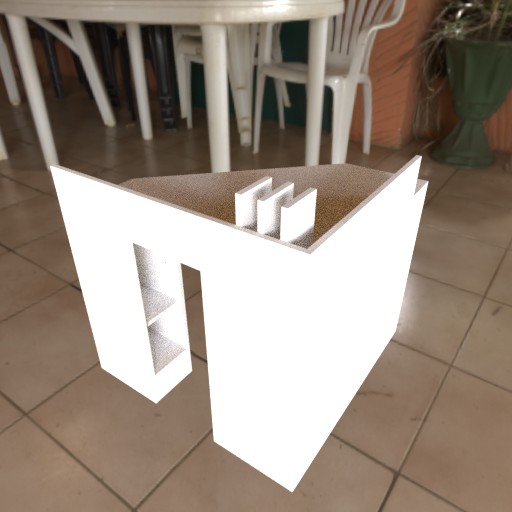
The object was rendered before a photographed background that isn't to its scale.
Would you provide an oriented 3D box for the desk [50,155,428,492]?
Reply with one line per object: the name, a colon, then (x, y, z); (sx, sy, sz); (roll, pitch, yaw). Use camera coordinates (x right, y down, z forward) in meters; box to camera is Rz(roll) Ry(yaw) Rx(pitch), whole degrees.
desk: (0.000, 0.000, 1.723); (0.940, 0.986, 0.940); (20, 37, 29)
